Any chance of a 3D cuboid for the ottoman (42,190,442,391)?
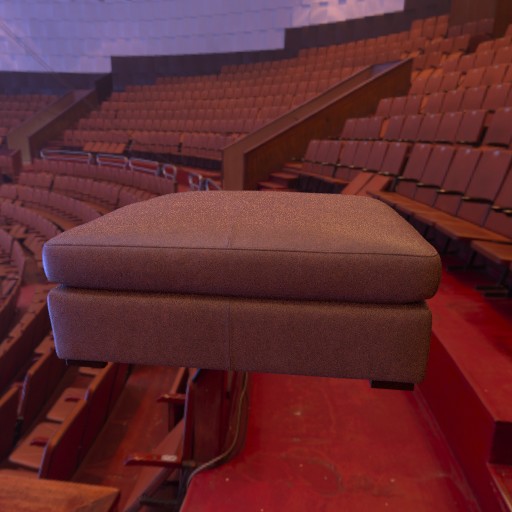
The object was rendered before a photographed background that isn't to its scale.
[{"bbox_3d":[0.000,0.000,1.805,1.168,0.490,1.168,2,15,8],"label":"ottoman"}]
